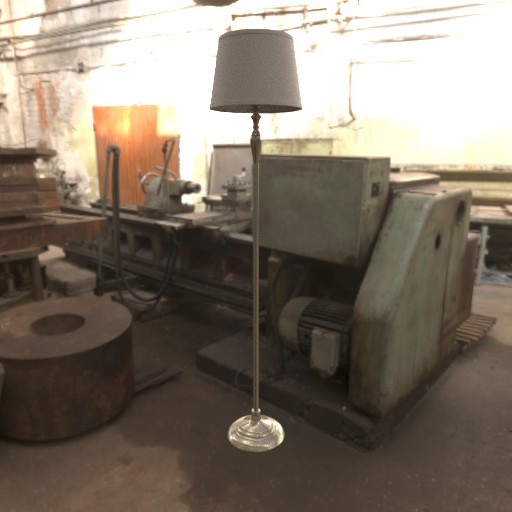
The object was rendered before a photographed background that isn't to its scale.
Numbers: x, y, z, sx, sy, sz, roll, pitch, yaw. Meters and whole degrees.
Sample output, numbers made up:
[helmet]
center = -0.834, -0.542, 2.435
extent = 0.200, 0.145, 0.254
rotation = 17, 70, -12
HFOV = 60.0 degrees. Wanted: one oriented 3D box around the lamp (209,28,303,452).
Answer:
[lamp]
center = 0.000, 0.000, 1.666
extent = 0.327, 1.506, 0.327
rotation = 7, 14, 26
